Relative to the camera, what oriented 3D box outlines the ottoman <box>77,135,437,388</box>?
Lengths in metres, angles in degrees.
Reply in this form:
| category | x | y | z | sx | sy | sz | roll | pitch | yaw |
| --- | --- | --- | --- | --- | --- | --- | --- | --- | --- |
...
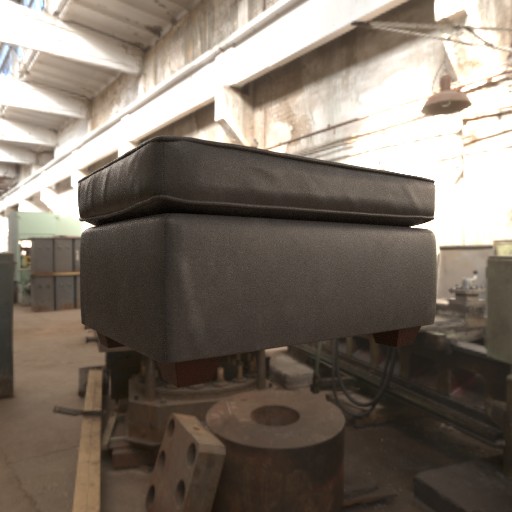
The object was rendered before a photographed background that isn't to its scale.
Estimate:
| category | x | y | z | sx | sy | sz | roll | pitch | yaw |
| --- | --- | --- | --- | --- | --- | --- | --- | --- | --- |
| ottoman | 0.000 | 0.000 | 1.115 | 0.756 | 0.445 | 0.554 | 0 | 0 | -35 |
